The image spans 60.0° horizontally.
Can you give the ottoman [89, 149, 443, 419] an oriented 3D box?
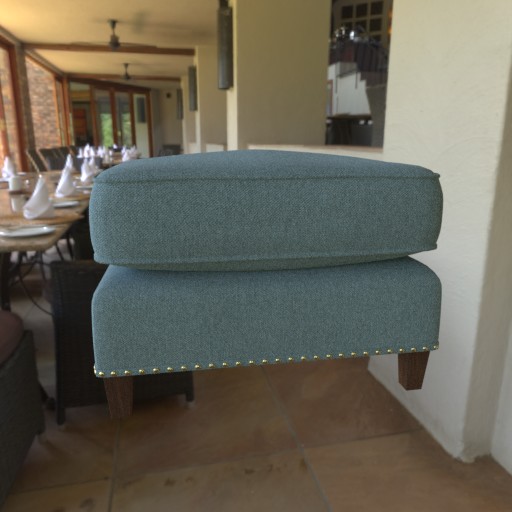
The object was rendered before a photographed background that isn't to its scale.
[{"bbox_3d":[0.000,0.000,1.146,0.738,0.537,0.589,-2,15,-9],"label":"ottoman"}]
